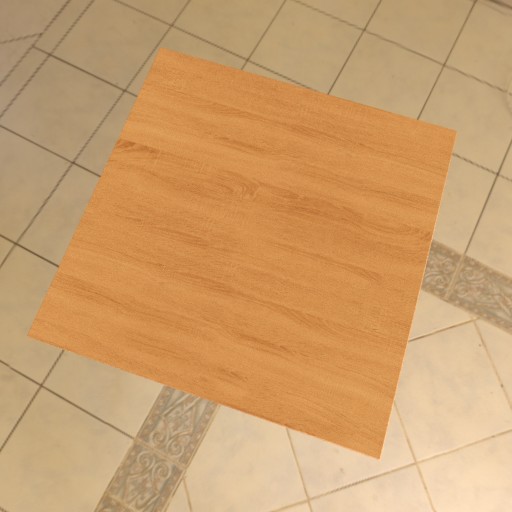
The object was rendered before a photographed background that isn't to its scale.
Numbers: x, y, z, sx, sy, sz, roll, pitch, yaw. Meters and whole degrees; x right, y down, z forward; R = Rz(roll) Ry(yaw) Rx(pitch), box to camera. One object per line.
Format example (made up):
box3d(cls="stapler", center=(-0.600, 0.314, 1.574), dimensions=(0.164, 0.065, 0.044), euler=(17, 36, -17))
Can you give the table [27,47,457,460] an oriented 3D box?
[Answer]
box3d(cls="table", center=(0.000, 0.000, 1.128), dimensions=(0.700, 0.450, 0.700), euler=(18, 75, 5))
